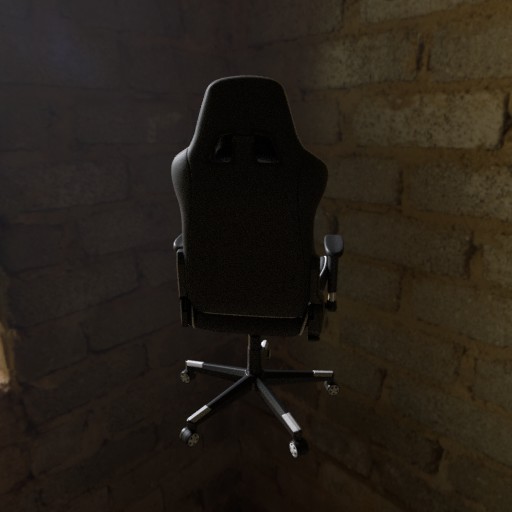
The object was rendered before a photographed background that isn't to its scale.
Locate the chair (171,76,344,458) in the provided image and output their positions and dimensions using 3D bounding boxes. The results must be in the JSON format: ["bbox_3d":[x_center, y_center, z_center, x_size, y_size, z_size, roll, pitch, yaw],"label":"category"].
[{"bbox_3d":[0.000,0.000,1.689,0.700,1.240,0.700,2,17,8],"label":"chair"}]
